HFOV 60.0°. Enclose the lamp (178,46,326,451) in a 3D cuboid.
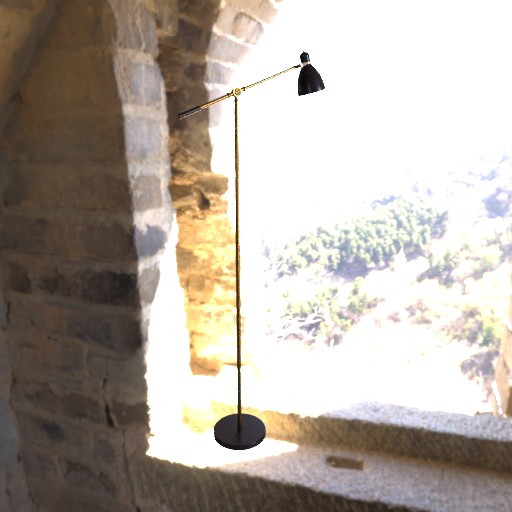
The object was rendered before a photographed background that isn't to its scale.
[{"bbox_3d":[0.000,0.000,1.831,0.618,1.628,0.235,-7,16,-26],"label":"lamp"}]
